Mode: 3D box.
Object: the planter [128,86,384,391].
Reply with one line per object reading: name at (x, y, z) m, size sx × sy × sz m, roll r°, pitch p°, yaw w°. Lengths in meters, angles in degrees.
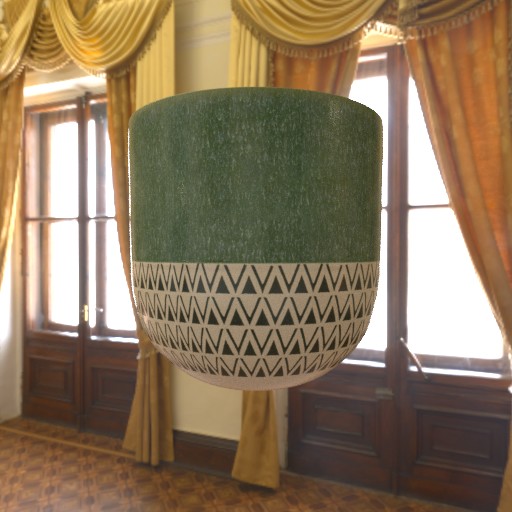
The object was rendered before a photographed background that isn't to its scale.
planter at (0.000, 0.000, 0.482) m, size 0.266 × 0.270 × 0.266 m, roll 0°, pitch 1°, yaw 0°
